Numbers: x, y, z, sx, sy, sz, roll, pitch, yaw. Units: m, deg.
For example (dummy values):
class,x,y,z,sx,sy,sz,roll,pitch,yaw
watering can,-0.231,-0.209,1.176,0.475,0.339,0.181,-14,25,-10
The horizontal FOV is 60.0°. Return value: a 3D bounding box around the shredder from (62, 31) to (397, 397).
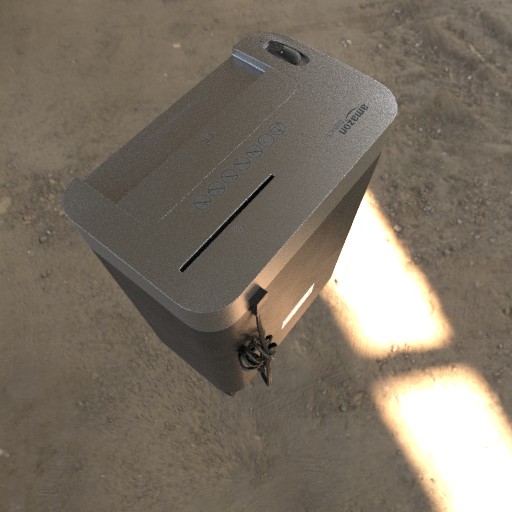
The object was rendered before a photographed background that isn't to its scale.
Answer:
class,x,y,z,sx,sy,sz,roll,pitch,yaw
shredder,0.000,0.000,0.600,0.237,0.419,0.311,35,68,17
